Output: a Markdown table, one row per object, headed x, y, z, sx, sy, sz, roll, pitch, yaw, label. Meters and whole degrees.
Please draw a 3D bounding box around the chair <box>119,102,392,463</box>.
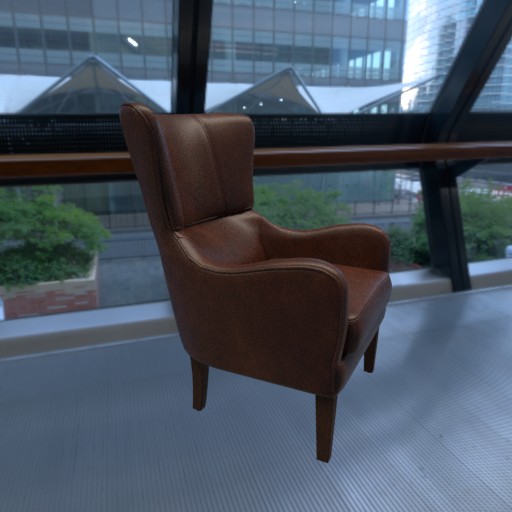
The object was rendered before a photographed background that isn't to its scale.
| x | y | z | sx | sy | sz | roll | pitch | yaw | label |
| --- | --- | --- | --- | --- | --- | --- | --- | --- | --- |
| 0.000 | 0.000 | 1.629 | 0.914 | 1.048 | 0.692 | 7 | 16 | 26 | chair |
